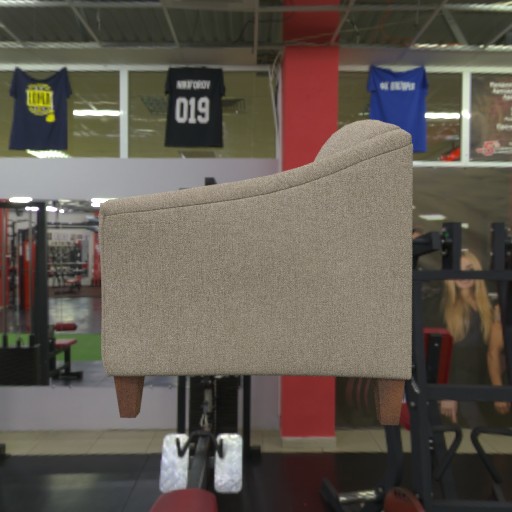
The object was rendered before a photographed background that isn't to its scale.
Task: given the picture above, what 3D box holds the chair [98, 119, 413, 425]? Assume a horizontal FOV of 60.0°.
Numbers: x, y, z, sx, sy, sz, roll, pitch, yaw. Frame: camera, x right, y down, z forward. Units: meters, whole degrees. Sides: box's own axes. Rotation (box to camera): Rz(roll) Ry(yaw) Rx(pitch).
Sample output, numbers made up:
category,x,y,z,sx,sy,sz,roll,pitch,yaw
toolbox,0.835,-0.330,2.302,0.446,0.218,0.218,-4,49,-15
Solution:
category,x,y,z,sx,sy,sz,roll,pitch,yaw
chair,0.000,0.000,1.449,0.787,0.839,0.763,0,1,2
